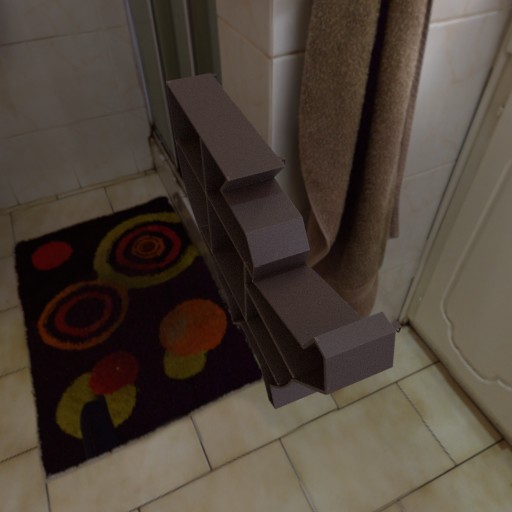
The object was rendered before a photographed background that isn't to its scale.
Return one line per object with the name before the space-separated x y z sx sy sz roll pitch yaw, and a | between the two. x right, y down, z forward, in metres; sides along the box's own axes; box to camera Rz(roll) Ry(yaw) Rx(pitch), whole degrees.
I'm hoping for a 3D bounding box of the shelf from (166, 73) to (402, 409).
shelf | 0.000 0.000 0.903 0.112 0.439 0.729 -17 49 -16
